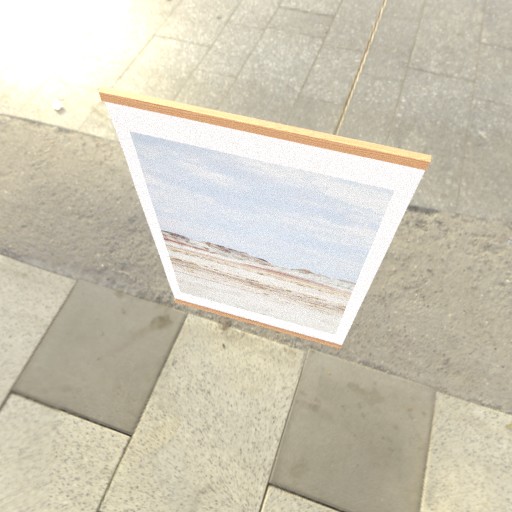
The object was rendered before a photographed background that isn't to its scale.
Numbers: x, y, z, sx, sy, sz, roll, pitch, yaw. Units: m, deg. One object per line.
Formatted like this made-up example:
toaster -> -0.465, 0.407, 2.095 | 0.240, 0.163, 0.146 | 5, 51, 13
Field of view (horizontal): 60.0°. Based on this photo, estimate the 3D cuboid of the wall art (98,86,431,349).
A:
wall art -> 0.000, 0.000, 1.952 | 1.011, 1.521, 0.025 | 14, 60, 9
